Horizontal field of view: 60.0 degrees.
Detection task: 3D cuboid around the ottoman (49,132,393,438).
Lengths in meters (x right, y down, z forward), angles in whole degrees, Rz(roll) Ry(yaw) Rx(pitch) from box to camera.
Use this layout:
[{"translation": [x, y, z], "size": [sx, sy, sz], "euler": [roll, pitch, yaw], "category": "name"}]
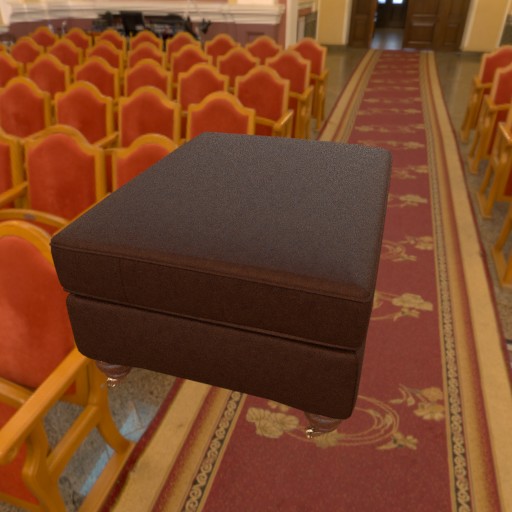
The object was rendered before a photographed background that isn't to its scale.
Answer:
[{"translation": [0.000, 0.000, 1.832], "size": [0.967, 0.730, 1.187], "euler": [9, 33, 15], "category": "ottoman"}]
